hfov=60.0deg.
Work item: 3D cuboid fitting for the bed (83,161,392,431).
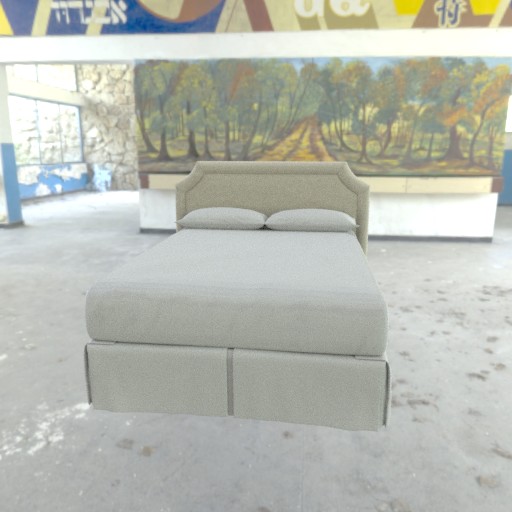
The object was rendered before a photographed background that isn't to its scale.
[{"bbox_3d":[0.000,0.000,3.229,1.828,1.297,2.164,2,14,7],"label":"bed"}]
